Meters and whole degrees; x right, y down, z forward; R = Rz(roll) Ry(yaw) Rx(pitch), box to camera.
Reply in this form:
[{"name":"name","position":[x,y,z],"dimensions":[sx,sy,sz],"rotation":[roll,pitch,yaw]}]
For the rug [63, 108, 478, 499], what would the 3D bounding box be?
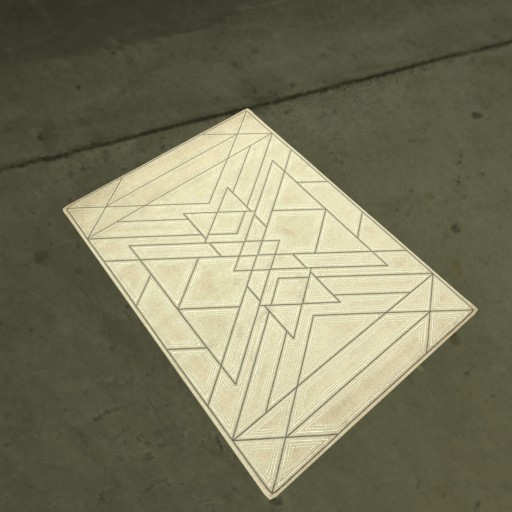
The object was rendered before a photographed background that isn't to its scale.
[{"name":"rug","position":[0.000,0.000,4.279],"dimensions":[2.436,0.026,3.381],"rotation":[-34,65,-19]}]
